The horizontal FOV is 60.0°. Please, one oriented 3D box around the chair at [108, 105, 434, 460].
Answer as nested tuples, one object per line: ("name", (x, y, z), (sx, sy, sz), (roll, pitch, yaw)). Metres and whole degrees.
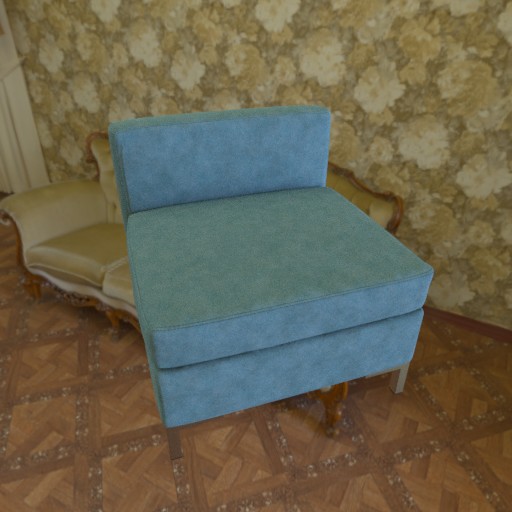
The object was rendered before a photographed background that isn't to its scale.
("chair", (0.000, 0.000, 1.237), (0.684, 0.660, 0.685), (-10, 33, -16))
